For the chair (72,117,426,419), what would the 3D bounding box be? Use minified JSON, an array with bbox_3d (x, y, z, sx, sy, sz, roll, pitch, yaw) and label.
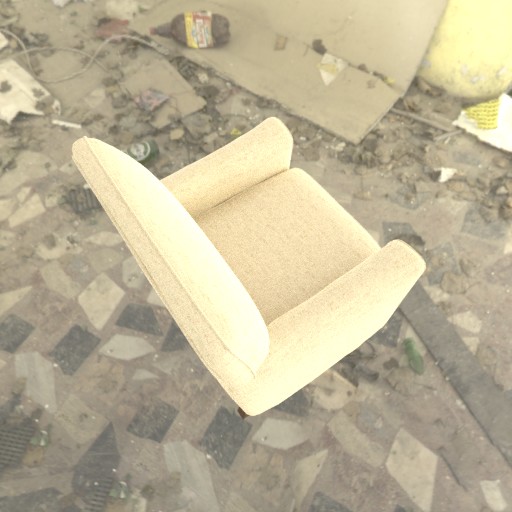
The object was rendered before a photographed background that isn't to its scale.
[{"bbox_3d":[0.000,0.000,1.647,0.823,0.943,0.870,-30,63,-17],"label":"chair"}]
